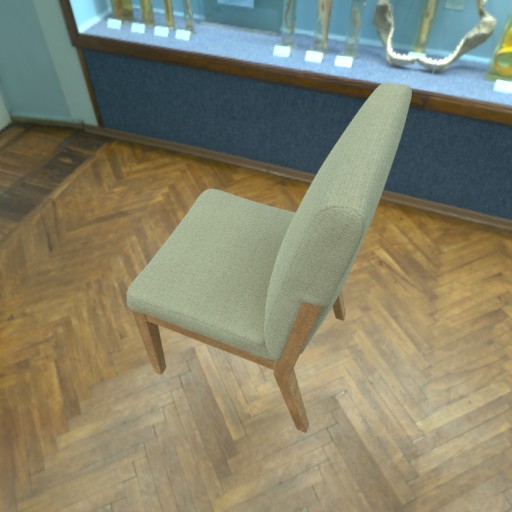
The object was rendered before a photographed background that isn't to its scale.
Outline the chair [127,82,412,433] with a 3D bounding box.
[{"bbox_3d":[0.000,0.000,1.246,0.586,0.911,0.507,17,50,15],"label":"chair"}]
